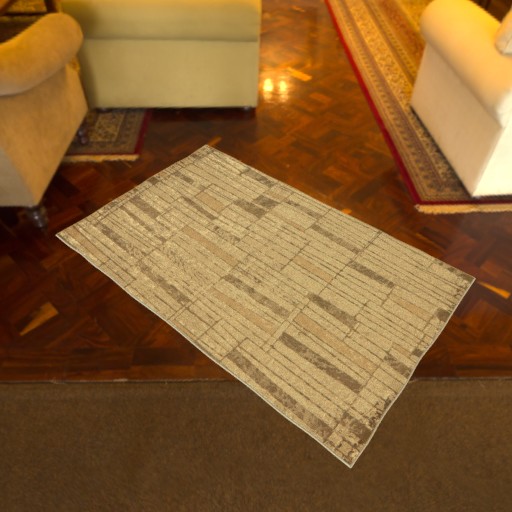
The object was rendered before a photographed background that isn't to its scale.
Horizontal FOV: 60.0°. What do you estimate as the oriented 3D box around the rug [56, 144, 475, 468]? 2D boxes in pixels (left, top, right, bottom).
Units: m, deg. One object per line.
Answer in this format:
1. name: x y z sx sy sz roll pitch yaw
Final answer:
1. rug: 0.000 0.000 3.011 2.444 0.023 1.531 31 54 26
